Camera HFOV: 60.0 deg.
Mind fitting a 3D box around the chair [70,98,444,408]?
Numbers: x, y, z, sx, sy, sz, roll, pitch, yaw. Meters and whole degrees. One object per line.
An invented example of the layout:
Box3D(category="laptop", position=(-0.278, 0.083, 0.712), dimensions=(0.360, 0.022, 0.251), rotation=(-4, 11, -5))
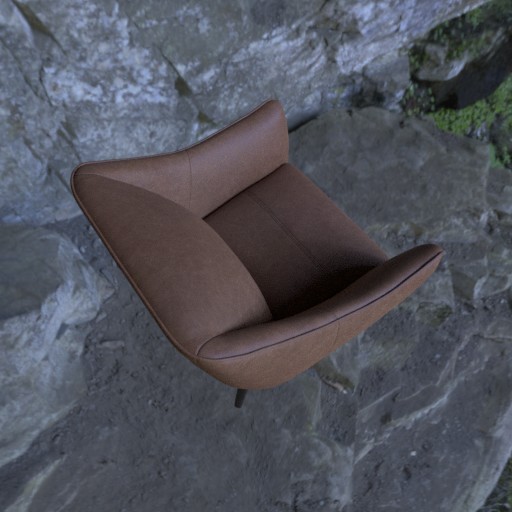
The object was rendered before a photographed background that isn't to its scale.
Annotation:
Box3D(category="chair", position=(0.000, 0.000, 1.551), dimensions=(0.852, 0.830, 0.871), rotation=(-33, 65, -18))
